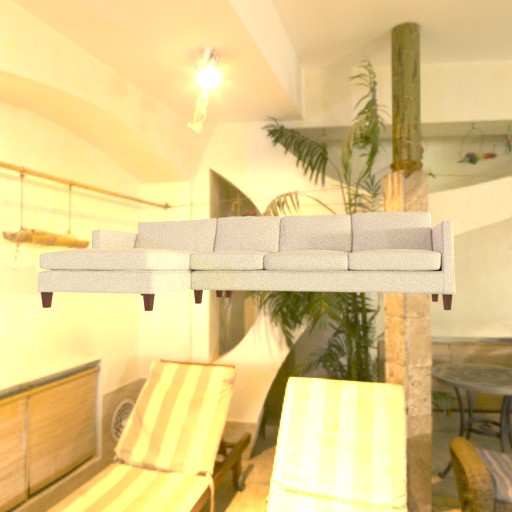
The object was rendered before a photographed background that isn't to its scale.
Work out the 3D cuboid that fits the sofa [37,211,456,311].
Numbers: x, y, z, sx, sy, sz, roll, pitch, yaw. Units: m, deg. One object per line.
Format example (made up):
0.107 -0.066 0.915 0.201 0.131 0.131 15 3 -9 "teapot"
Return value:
0.000 0.000 3.874 3.186 0.846 1.625 0 -1 16 "sofa"
